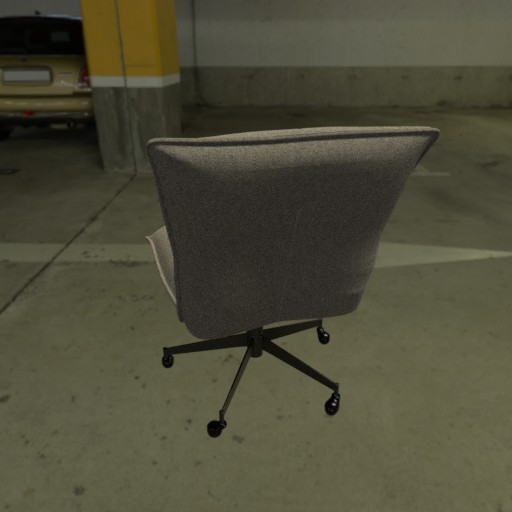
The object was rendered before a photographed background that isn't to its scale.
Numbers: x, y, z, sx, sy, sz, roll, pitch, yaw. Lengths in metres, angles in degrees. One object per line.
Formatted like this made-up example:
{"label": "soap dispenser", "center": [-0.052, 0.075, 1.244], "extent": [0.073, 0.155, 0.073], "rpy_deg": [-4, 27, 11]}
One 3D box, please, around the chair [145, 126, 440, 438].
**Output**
{"label": "chair", "center": [0.000, 0.000, 1.284], "extent": [0.597, 0.811, 0.696], "rpy_deg": [-7, 26, -16]}
